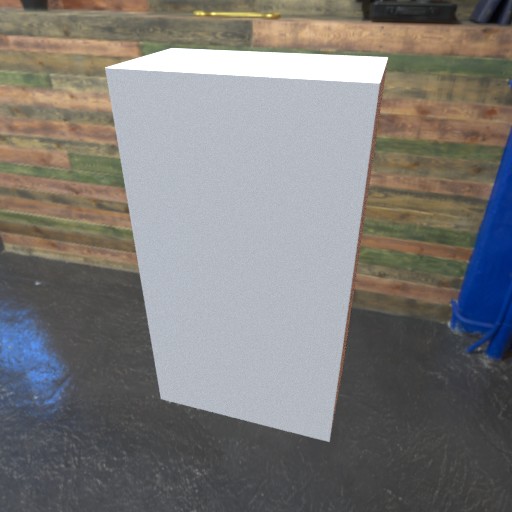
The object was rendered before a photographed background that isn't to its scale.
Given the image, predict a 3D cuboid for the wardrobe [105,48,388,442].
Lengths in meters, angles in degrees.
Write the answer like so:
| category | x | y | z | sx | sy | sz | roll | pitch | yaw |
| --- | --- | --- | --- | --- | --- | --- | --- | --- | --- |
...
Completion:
| category | x | y | z | sx | sy | sz | roll | pitch | yaw |
| --- | --- | --- | --- | --- | --- | --- | --- | --- | --- |
| wardrobe | 0.000 | 0.000 | 2.228 | 0.991 | 1.808 | 0.577 | 9 | 33 | 14 |
